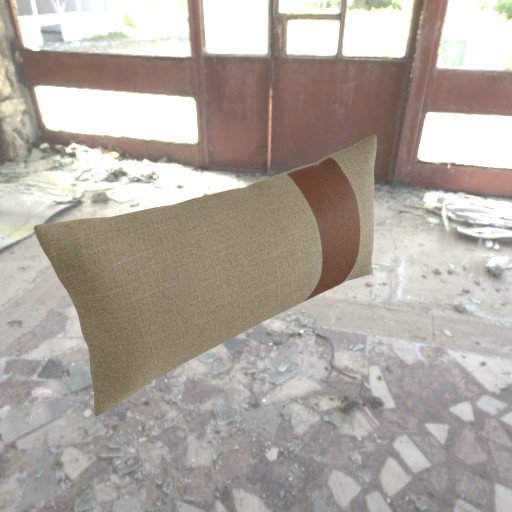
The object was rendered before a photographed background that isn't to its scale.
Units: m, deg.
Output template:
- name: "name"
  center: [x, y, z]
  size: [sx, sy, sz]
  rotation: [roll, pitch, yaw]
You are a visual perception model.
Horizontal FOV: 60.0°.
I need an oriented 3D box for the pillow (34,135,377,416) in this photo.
- name: "pillow"
  center: [0.000, 0.000, 0.728]
  size: [0.612, 0.282, 0.155]
  rotation: [-22, 37, -32]
